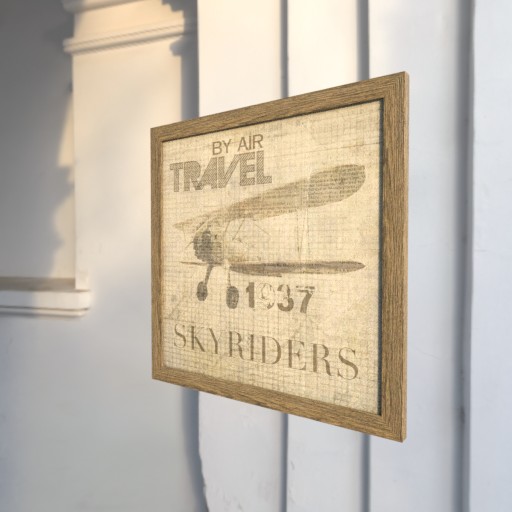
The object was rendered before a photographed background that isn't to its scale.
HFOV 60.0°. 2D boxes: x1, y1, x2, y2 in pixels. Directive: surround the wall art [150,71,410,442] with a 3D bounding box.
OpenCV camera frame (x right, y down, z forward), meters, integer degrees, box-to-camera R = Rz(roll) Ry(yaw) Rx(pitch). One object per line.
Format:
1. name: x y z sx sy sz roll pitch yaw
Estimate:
1. wall art: 0.000 0.000 0.759 0.508 0.508 0.019 1 2 35
